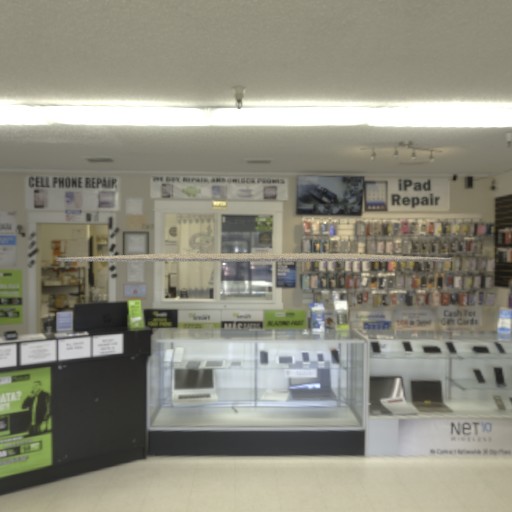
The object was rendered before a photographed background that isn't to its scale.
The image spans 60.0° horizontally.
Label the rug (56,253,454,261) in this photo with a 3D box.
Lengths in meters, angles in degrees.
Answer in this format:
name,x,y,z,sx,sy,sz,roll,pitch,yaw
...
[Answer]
name,x,y,z,sx,sy,sz,roll,pitch,yaw
rug,0.000,0.000,4.217,2.449,0.025,3.049,0,1,0
